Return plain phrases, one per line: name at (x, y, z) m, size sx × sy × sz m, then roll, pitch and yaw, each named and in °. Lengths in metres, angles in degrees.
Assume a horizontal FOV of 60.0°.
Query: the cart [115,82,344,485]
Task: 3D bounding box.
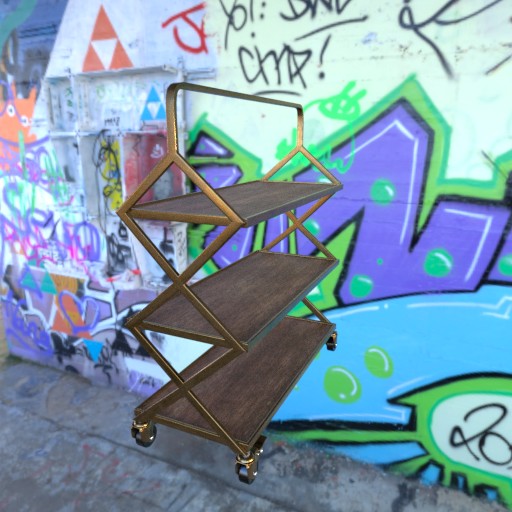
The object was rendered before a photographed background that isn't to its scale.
cart at (0.000, 0.000, 1.184) m, size 0.313 × 0.805 × 0.723 m, roll 7°, pitch 17°, yaw 24°
